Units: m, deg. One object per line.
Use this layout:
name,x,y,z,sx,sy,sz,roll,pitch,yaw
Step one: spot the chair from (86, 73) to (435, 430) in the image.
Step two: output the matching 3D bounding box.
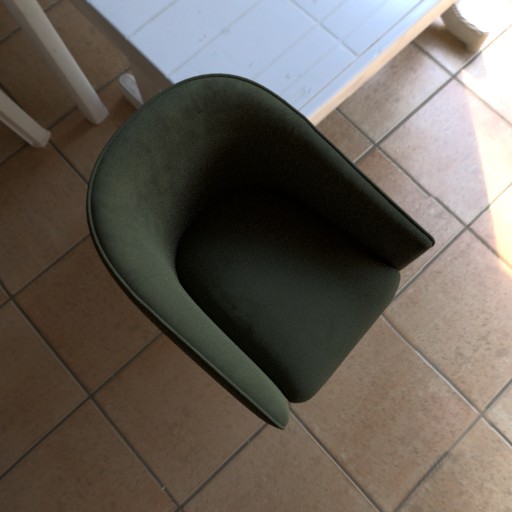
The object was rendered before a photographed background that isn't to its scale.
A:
chair,0.000,0.000,1.470,0.875,0.799,0.747,40,79,10
